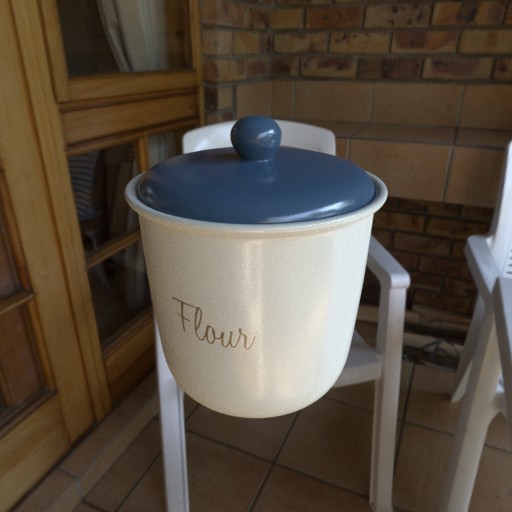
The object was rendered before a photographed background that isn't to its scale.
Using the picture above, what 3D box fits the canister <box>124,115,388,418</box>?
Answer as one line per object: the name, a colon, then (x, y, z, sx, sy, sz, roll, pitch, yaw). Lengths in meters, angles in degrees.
canister: (0.000, 0.000, 0.342, 0.182, 0.208, 0.182, 0, 25, 0)
